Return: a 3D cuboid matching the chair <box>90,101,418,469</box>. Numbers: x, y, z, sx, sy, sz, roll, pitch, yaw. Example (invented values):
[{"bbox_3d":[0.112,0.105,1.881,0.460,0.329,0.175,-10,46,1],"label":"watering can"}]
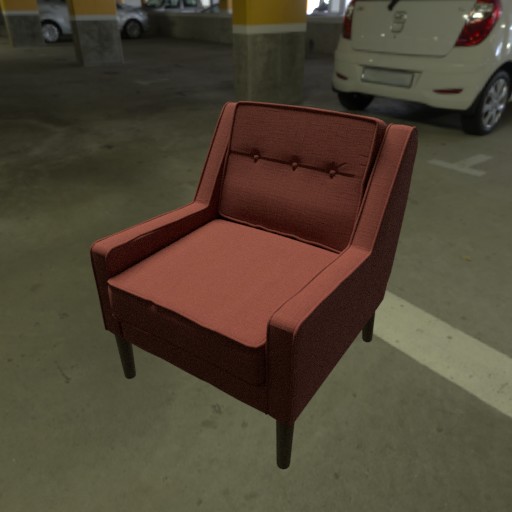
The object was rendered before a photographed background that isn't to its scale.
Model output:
[{"bbox_3d":[0.000,0.000,1.376,0.680,0.812,0.770,18,35,29],"label":"chair"}]
